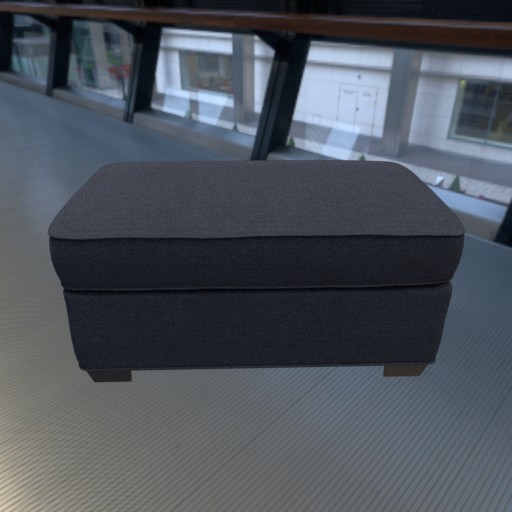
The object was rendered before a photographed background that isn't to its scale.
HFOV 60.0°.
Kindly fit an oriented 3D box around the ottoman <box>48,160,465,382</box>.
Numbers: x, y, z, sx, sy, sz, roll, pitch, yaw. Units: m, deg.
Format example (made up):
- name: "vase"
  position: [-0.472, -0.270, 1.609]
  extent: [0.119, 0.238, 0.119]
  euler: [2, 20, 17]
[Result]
- name: "ottoman"
  position: [0.000, 0.000, 1.198]
  extent: [0.895, 0.453, 0.505]
  euler: [-1, 29, -1]
